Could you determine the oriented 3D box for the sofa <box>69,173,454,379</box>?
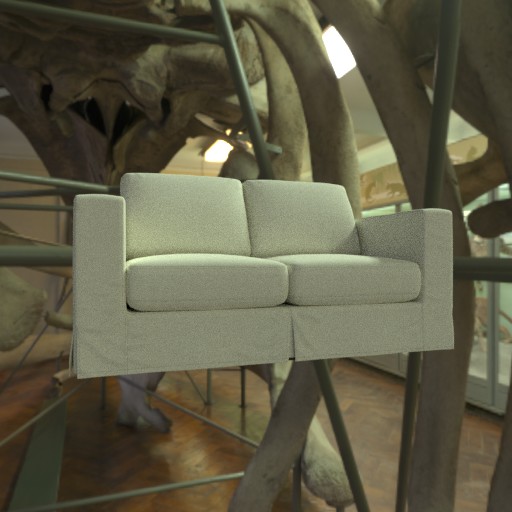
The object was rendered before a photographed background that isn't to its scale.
[{"bbox_3d":[0.000,0.000,2.420,1.813,0.932,1.009,0,0,-18],"label":"sofa"}]
